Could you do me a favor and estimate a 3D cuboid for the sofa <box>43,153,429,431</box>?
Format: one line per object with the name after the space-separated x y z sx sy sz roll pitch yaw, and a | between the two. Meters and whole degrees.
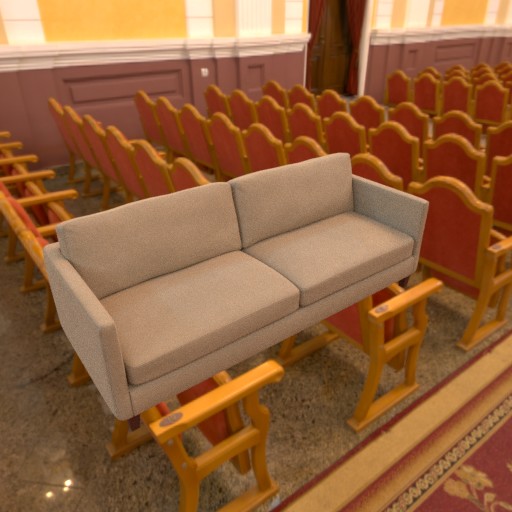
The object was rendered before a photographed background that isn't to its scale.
0.000 0.000 2.953 2.404 0.912 0.988 -20 35 -32 | sofa
